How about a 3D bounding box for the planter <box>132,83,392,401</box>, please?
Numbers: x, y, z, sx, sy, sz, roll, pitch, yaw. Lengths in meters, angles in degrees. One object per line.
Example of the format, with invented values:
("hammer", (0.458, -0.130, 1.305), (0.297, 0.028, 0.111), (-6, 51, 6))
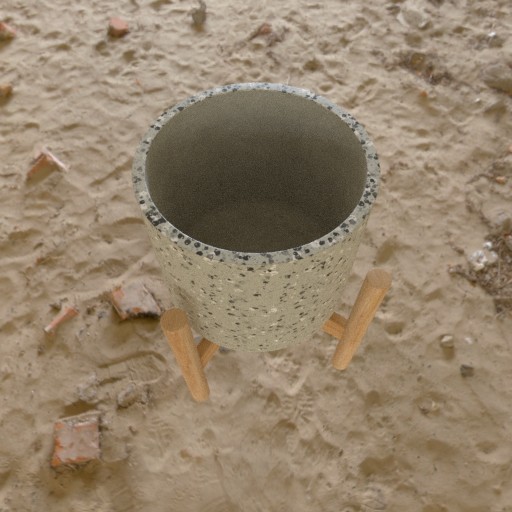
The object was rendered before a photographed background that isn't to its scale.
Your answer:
("planter", (0.000, 0.000, 0.534), (0.284, 0.320, 0.284), (-31, 62, -18))
